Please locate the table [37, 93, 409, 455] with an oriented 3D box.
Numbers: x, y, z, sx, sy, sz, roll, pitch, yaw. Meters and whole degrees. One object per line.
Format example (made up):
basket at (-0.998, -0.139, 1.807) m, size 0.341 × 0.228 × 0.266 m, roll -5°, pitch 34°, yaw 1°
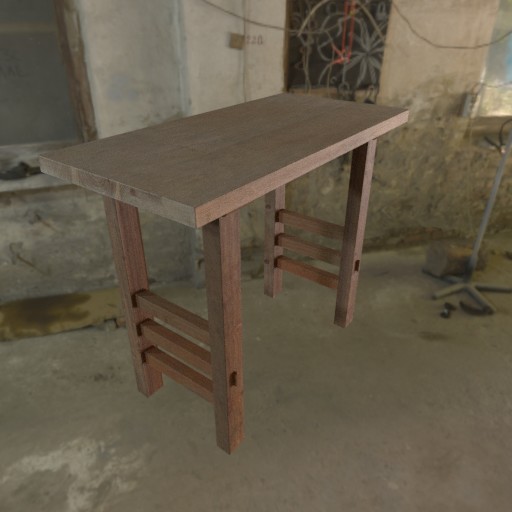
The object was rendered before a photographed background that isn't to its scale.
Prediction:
table at (0.000, 0.000, 1.599) m, size 0.556 × 0.914 × 1.119 m, roll 21°, pitch 36°, yaw 32°
